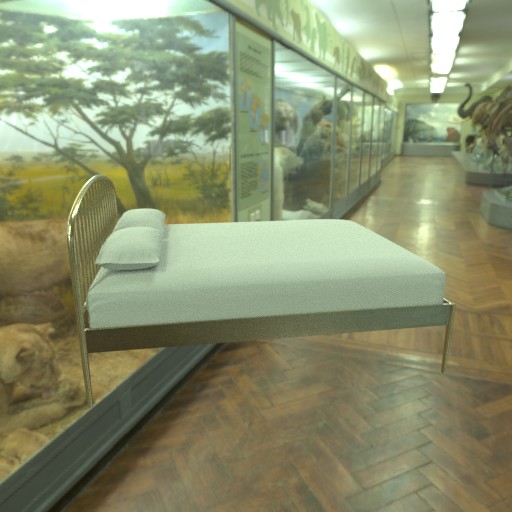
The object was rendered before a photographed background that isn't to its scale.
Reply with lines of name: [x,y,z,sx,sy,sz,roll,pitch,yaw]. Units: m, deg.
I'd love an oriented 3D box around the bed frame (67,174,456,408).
bed frame: [0.000,0.000,3.194,2.152,1.175,1.612,-3,16,-9]
